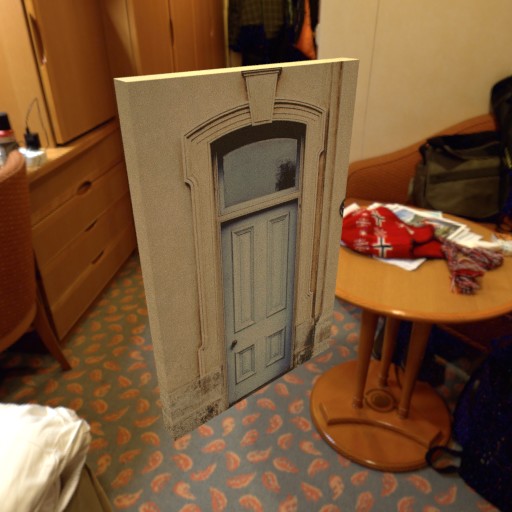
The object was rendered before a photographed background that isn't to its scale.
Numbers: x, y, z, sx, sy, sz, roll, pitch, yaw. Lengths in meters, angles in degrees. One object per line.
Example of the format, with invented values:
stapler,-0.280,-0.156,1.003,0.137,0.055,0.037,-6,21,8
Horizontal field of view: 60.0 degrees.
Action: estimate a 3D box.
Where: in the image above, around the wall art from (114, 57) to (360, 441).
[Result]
wall art,0.000,0.000,0.770,0.403,0.607,0.036,-21,36,-33
